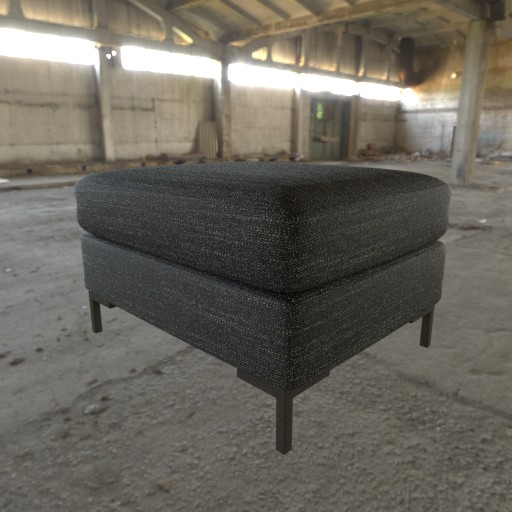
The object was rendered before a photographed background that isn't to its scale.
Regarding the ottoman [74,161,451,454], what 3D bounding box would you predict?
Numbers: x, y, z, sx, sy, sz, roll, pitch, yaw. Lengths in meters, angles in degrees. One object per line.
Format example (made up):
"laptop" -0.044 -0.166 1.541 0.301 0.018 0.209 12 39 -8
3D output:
"ottoman" 0.000 0.000 1.221 0.814 0.491 0.667 14 21 43
